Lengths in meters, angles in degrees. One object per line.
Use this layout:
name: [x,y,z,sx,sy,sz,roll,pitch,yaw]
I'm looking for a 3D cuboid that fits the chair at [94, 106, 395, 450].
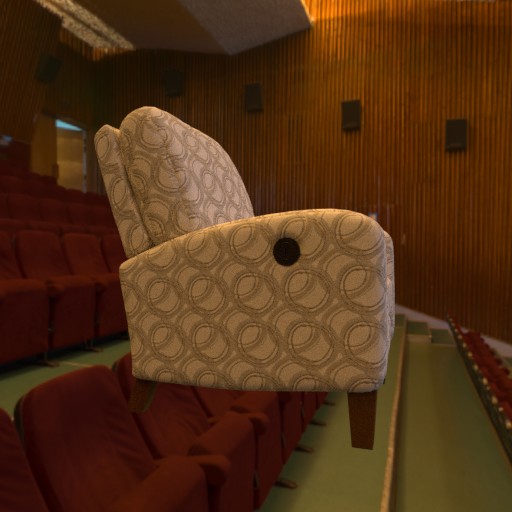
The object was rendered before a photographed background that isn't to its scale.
chair: [0.000,0.000,1.698,0.995,1.065,0.796,0,0,19]
